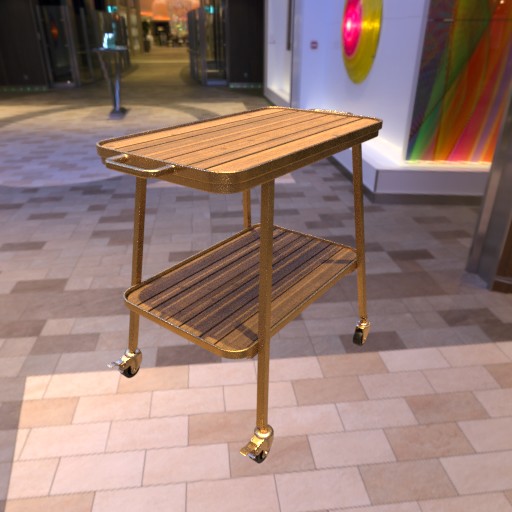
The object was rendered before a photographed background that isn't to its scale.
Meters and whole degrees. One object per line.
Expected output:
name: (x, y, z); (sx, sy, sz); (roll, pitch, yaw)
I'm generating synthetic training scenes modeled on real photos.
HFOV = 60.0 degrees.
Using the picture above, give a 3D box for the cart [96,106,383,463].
cart: (0.000, 0.000, 1.253); (0.524, 0.700, 0.806); (19, 32, 33)
